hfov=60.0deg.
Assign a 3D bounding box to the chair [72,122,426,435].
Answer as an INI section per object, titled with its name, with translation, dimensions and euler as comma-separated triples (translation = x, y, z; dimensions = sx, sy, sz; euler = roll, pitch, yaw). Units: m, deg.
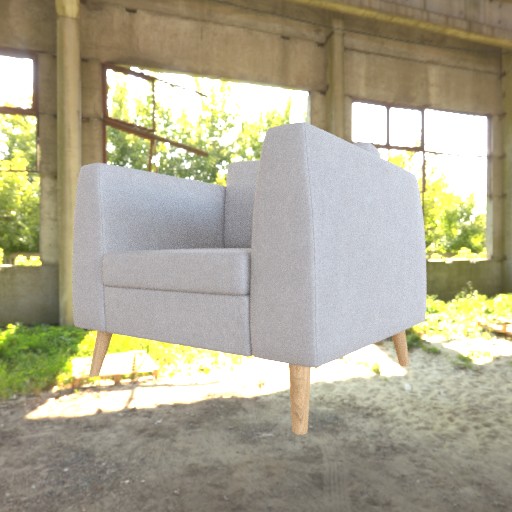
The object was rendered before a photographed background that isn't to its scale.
[chair]
translation = 0.000, 0.000, 1.663
dimensions = 1.000, 0.860, 0.930
euler = 0, 0, 36
